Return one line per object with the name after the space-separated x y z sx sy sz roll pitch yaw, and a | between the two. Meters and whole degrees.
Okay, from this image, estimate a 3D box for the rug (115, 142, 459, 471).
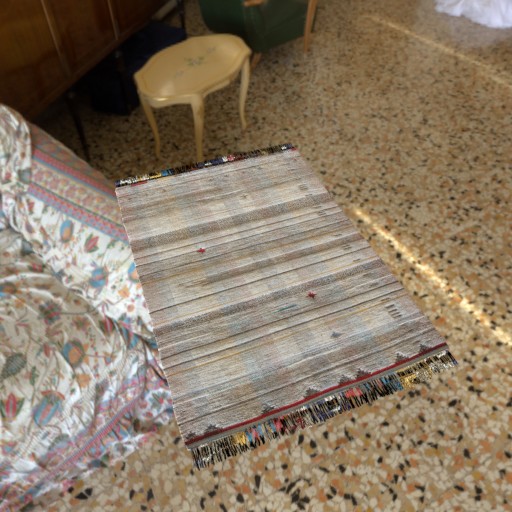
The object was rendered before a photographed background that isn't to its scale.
0.000 0.000 2.325 1.217 0.012 1.848 -16 49 -14 | rug
